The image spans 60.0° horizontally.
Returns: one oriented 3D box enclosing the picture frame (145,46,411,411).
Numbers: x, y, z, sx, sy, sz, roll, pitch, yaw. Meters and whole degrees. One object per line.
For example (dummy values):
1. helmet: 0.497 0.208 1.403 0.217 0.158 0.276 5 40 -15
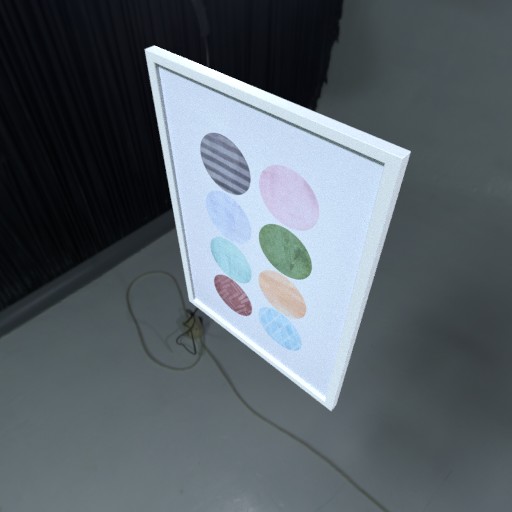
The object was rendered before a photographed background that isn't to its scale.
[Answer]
1. picture frame: 0.000 0.000 0.561 0.305 0.434 0.013 33 55 27
